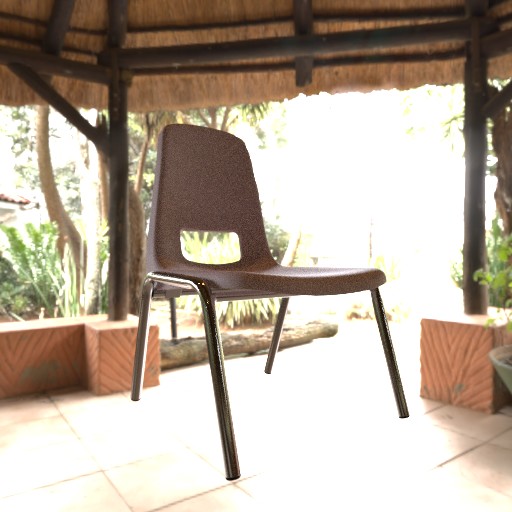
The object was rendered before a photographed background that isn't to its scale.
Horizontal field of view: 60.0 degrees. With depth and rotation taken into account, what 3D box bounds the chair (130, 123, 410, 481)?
[{"bbox_3d":[0.000,0.000,0.777,0.354,0.536,0.385,0,0,-36],"label":"chair"}]
